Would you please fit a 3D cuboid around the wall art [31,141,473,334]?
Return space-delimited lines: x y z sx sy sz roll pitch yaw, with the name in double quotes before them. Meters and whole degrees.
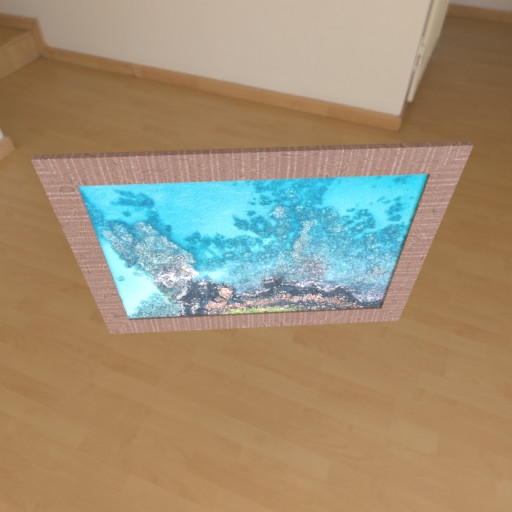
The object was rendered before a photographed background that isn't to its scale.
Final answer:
"wall art" 0.000 0.000 1.344 1.056 0.761 0.020 -2 48 -2
